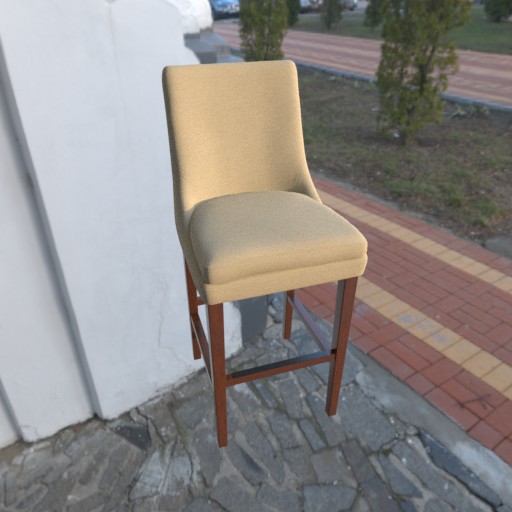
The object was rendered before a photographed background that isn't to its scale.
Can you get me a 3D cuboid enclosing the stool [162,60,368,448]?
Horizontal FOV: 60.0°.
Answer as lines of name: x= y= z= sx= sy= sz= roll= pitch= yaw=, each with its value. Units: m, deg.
stool: x=0.000 y=0.000 z=1.414 sx=0.470 sy=1.078 sz=0.577 roll=-10 pitch=33 yaw=-16
